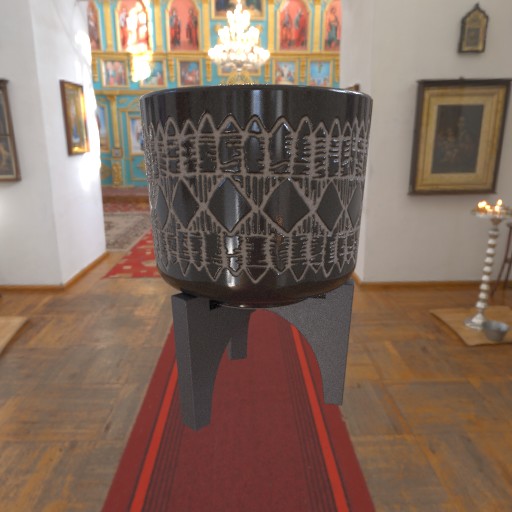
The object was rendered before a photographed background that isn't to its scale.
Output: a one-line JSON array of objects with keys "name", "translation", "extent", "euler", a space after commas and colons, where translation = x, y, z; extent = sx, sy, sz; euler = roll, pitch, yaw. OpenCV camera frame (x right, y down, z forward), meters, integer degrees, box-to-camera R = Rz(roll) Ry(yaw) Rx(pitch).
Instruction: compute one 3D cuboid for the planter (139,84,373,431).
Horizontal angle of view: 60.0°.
[{"name": "planter", "translation": [0.000, 0.000, 0.530], "extent": [0.251, 0.355, 0.251], "euler": [12, 18, 42]}]
